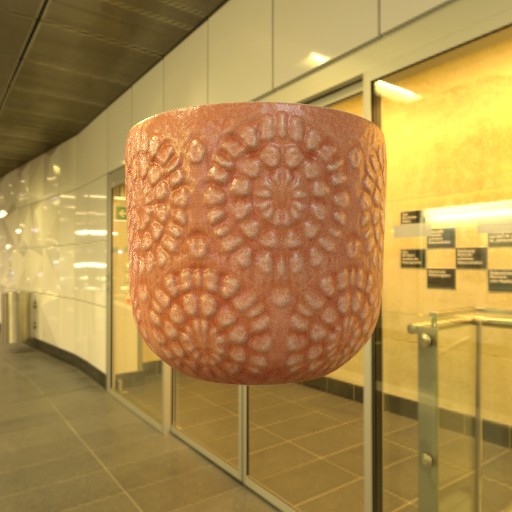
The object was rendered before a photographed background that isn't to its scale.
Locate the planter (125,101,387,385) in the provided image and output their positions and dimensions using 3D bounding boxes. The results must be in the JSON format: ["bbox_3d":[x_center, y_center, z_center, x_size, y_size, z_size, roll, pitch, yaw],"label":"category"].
[{"bbox_3d":[0.000,0.000,0.218,0.124,0.109,0.124,0,-1,0],"label":"planter"}]
